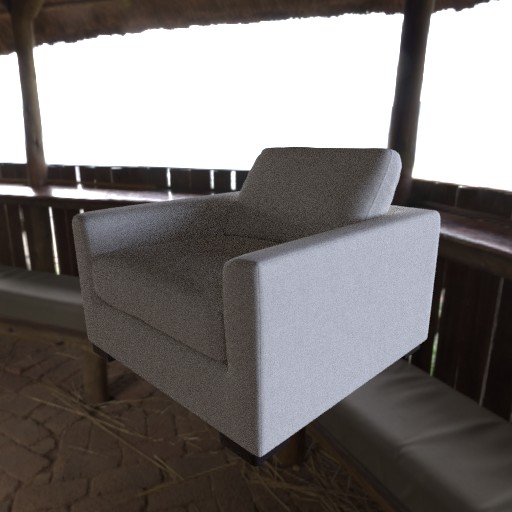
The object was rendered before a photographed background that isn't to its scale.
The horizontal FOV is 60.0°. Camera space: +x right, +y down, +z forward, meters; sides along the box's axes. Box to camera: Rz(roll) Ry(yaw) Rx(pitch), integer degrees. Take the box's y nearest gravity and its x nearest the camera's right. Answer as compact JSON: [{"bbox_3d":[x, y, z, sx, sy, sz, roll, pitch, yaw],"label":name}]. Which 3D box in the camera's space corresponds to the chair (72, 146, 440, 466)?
[{"bbox_3d":[0.000,0.000,1.847,1.070,0.876,1.100,15,21,43],"label":"chair"}]
